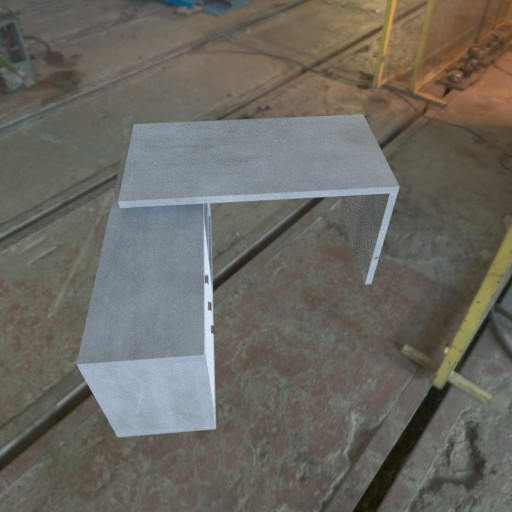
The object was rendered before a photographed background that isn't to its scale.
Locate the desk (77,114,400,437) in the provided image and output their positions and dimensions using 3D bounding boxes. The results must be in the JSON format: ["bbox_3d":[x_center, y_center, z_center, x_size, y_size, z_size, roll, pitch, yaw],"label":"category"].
[{"bbox_3d":[0.000,0.000,2.330,1.400,0.740,1.500,-4,46,-3],"label":"desk"}]
